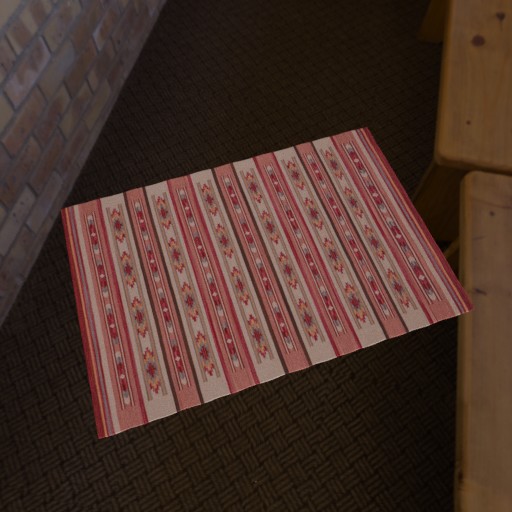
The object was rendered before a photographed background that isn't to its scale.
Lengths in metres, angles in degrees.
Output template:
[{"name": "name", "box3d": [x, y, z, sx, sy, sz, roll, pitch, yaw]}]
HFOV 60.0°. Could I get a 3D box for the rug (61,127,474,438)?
[{"name": "rug", "box3d": [0.000, 0.000, 2.267, 1.817, 0.008, 1.223, -17, 64, -8]}]
